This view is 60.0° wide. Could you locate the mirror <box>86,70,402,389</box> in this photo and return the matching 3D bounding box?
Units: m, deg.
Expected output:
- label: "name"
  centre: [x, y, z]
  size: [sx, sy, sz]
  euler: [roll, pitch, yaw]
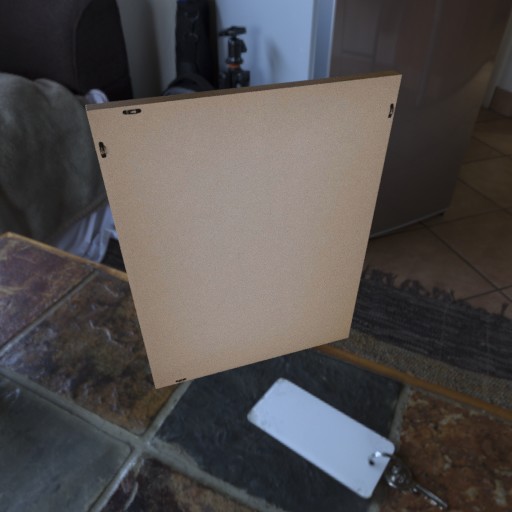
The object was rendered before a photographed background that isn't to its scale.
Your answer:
- label: "mirror"
  centre: [0.000, 0.000, 1.360]
  size: [0.762, 1.016, 0.040]
  euler: [-12, 41, -14]
